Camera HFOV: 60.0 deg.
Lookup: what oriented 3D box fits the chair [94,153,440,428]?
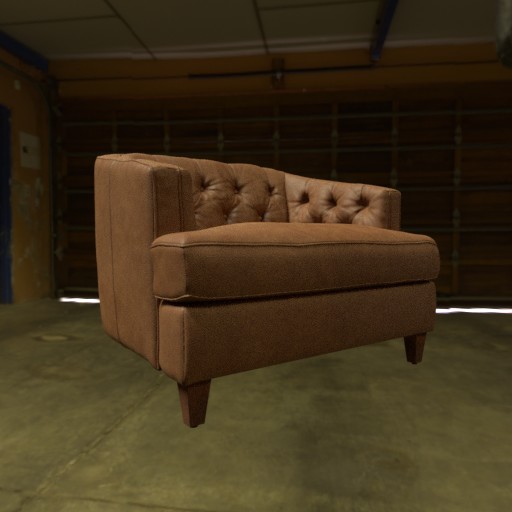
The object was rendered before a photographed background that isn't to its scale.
[{"bbox_3d":[0.000,0.000,1.717,1.119,0.836,0.911,-2,3,-36],"label":"chair"}]
